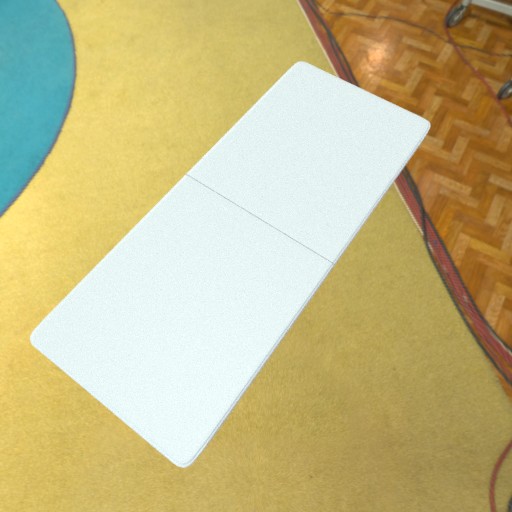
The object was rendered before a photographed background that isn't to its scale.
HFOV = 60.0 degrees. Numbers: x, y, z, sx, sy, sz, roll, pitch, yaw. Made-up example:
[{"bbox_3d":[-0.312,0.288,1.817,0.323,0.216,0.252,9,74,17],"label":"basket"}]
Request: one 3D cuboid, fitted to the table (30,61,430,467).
[{"bbox_3d":[0.000,0.000,2.167,0.761,0.719,1.829,32,67,16],"label":"table"}]
